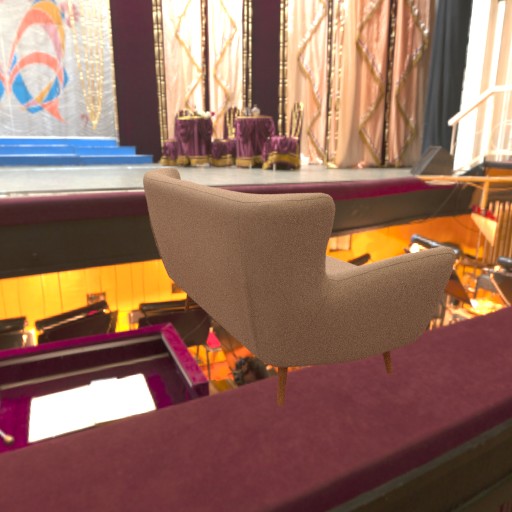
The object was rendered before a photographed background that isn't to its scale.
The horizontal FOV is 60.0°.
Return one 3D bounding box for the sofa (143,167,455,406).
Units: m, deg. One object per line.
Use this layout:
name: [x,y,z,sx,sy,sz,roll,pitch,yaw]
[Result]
sofa: [0.000,0.000,2.458,0.899,0.890,1.930,-7,16,-26]
